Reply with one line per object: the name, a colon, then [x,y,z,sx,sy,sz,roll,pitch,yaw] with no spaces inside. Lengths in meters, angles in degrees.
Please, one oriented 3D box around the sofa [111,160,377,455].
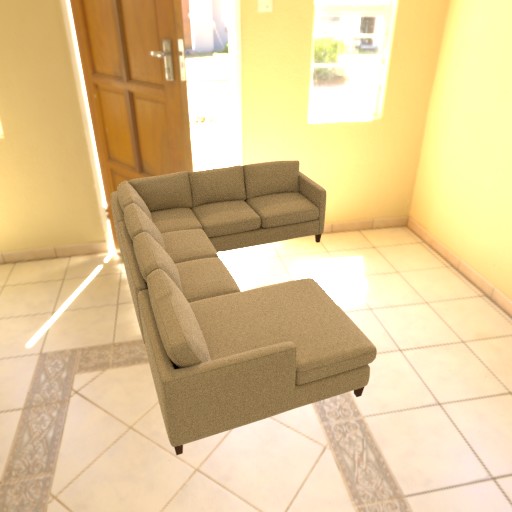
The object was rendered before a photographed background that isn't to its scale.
sofa: [0.000,0.000,4.624,2.593,0.959,3.460,-11,31,-18]
